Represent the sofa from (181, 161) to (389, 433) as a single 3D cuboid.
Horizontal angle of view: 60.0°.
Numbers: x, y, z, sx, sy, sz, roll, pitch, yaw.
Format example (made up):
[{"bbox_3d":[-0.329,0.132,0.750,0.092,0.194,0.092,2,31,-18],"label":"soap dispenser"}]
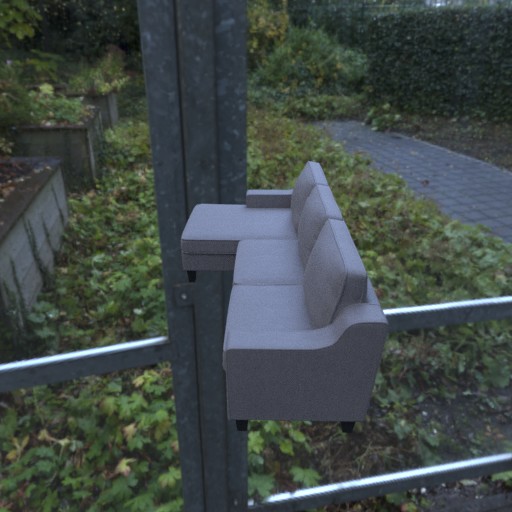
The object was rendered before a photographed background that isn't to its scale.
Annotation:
[{"bbox_3d":[0.000,0.000,3.308,1.294,0.928,2.561,1,26,1],"label":"sofa"}]
